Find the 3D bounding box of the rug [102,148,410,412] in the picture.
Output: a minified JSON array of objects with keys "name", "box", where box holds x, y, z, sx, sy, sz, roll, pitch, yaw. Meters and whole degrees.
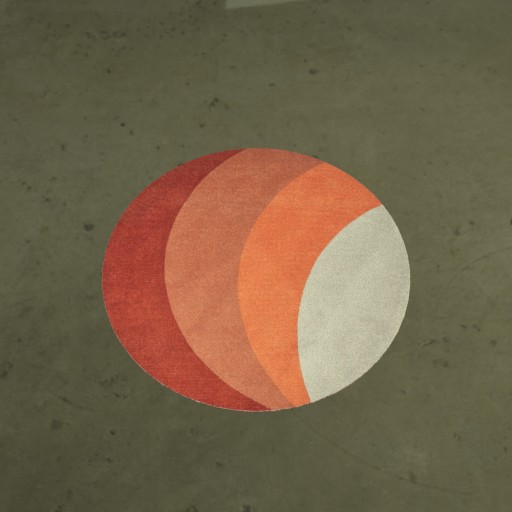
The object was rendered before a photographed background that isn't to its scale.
[{"name":"rug","box":[0.000,0.000,2.216,1.514,0.015,1.514,0,57,0]}]
